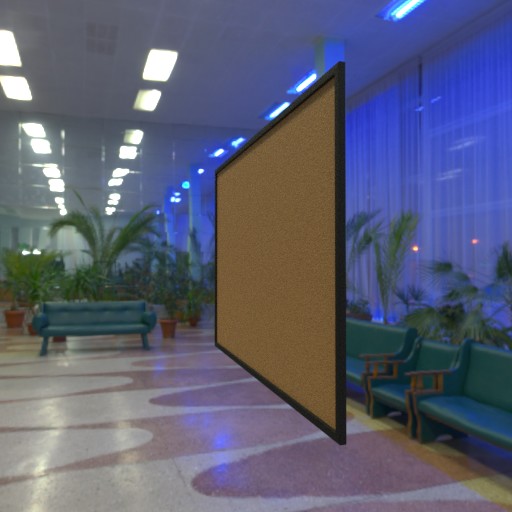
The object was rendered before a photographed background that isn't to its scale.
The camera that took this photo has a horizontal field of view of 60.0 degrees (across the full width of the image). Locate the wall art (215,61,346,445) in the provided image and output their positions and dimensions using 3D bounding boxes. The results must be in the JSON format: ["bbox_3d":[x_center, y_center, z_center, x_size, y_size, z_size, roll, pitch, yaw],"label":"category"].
[{"bbox_3d":[0.000,0.000,1.225,0.013,0.665,0.963,0,-1,-18],"label":"wall art"}]
